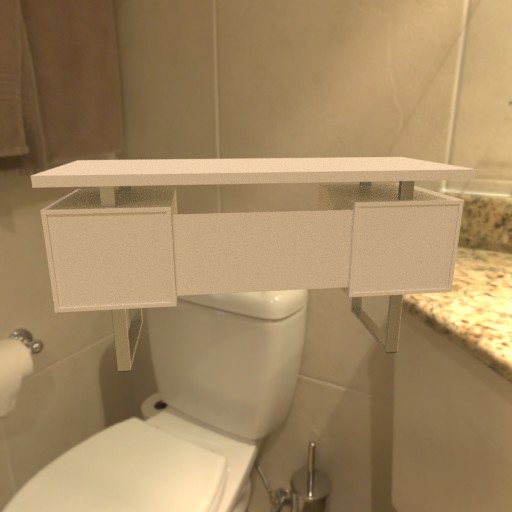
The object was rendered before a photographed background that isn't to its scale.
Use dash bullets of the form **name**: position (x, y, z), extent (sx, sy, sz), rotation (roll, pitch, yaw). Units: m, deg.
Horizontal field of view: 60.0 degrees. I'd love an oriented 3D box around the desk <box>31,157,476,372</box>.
- **desk**: position (0.000, 0.000, 1.901), extent (1.530, 0.773, 0.603), rotation (-2, 17, -7)
